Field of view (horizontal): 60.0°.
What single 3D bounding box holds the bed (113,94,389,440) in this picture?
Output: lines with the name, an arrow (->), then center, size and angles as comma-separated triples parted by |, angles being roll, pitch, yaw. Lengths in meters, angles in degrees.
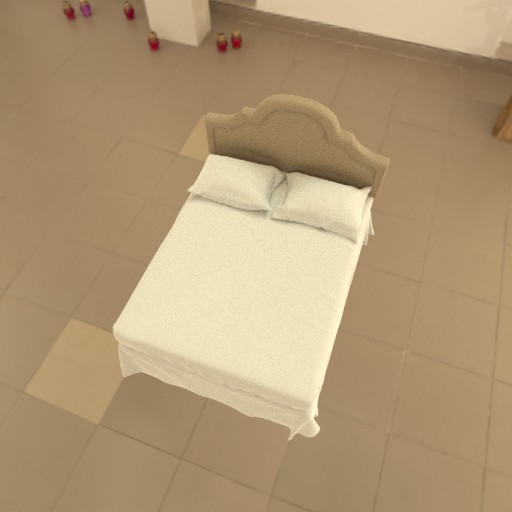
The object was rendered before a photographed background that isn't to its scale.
bed -> 0.000, 0.000, 3.546 | 1.780, 1.634, 2.222 | 17, 59, 11
